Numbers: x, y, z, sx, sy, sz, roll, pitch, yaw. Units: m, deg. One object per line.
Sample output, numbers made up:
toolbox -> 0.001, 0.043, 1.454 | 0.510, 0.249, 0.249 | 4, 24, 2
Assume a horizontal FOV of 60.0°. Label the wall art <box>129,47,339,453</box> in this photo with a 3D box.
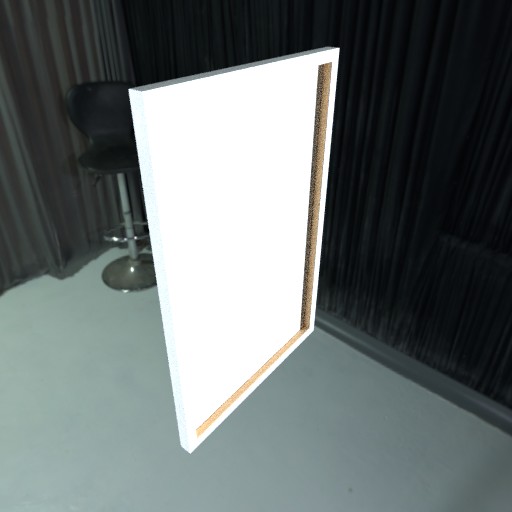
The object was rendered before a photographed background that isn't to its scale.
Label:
wall art -> 0.000, 0.000, 1.132 | 0.038, 0.912, 0.607 | 23, 39, 31
